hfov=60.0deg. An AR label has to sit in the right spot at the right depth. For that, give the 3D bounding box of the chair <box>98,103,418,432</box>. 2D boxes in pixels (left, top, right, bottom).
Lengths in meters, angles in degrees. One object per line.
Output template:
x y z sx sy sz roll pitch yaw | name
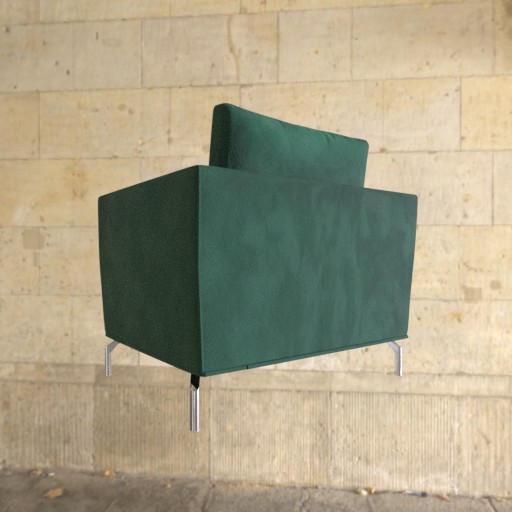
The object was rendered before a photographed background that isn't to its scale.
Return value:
0.000 0.000 1.838 1.047 0.997 0.852 0 0 -37 | chair
